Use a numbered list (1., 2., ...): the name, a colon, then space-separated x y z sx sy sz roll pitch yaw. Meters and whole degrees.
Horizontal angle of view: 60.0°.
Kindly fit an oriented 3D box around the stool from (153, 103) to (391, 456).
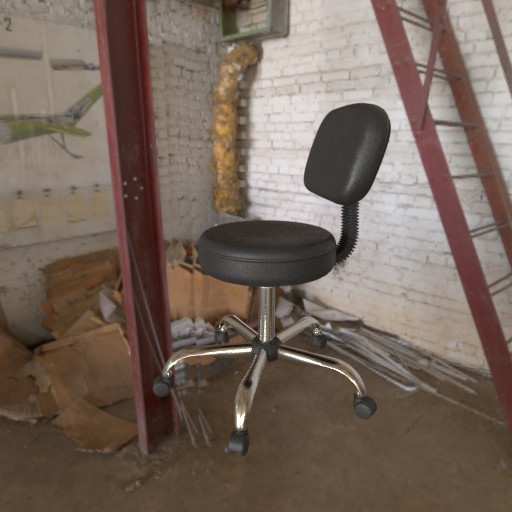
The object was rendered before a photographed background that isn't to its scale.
1. stool: 0.000 0.000 1.317 0.648 0.862 0.673 -3 16 -9
